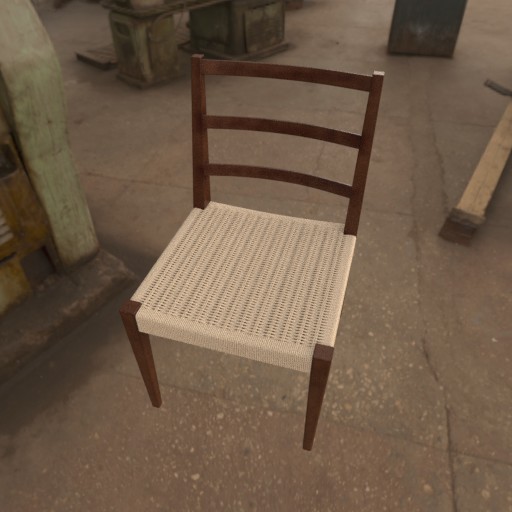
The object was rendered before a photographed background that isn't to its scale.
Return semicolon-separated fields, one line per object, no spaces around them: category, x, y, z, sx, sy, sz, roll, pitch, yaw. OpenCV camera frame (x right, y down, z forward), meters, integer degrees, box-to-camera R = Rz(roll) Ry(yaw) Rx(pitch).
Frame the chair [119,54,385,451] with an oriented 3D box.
chair;0.000;0.000;1.143;0.480;0.813;0.551;11;42;12
